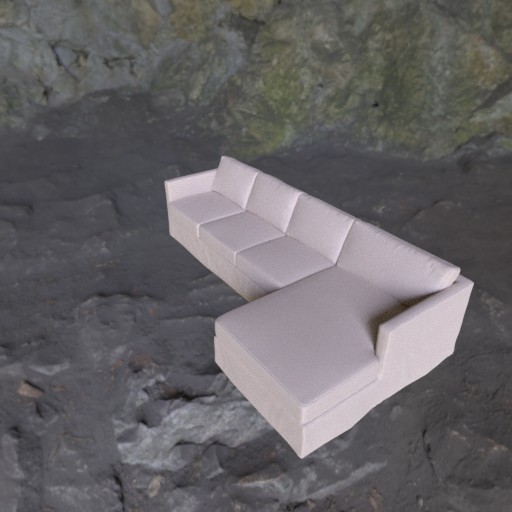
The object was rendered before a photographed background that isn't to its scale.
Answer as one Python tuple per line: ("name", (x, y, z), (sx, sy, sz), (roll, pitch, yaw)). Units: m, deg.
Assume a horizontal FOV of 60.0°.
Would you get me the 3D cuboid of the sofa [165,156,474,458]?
("sofa", (0.000, 0.000, 4.000), (1.622, 0.871, 3.206), (-20, 36, -30))
